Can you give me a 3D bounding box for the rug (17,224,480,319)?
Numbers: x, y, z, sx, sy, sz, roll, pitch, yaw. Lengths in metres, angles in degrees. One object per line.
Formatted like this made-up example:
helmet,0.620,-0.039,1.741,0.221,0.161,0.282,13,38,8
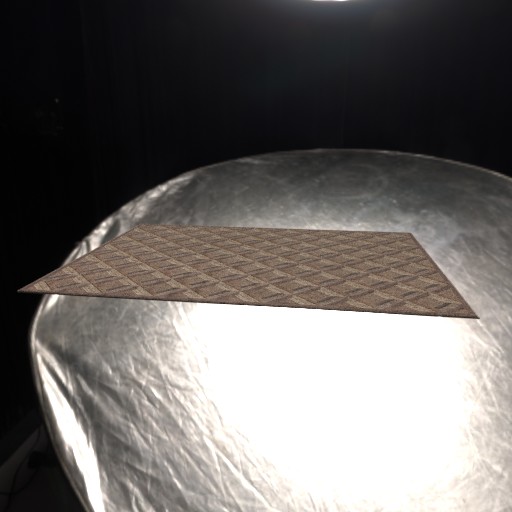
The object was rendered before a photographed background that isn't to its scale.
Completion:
rug,0.000,0.000,4.231,3.294,0.018,2.382,2,17,8
